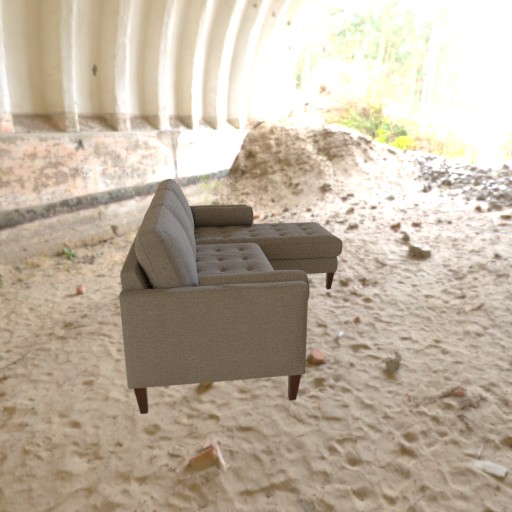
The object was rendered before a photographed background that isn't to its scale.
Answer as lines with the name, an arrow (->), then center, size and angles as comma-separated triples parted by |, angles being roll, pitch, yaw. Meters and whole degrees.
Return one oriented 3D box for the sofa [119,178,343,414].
sofa -> 0.000, 0.000, 3.045 | 1.506, 0.875, 2.178 | -2, 17, -8
